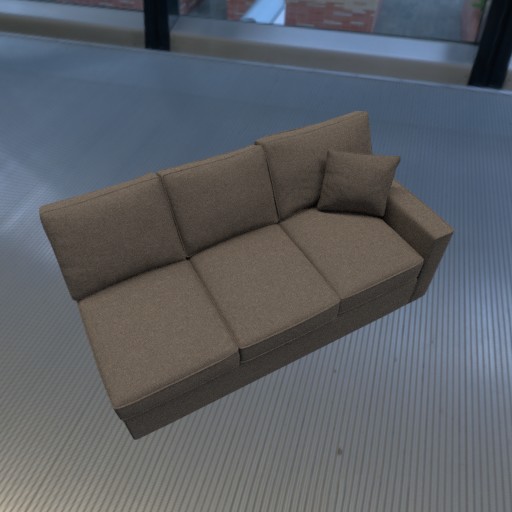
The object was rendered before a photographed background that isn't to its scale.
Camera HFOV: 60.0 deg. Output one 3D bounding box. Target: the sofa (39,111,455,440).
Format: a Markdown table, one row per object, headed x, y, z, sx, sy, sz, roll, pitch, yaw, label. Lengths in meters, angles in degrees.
| x | y | z | sx | sy | sz | roll | pitch | yaw | label |
| --- | --- | --- | --- | --- | --- | --- | --- | --- | --- |
| 0.000 | 0.000 | 2.511 | 1.963 | 0.946 | 1.034 | -22 | 51 | -19 | sofa |
